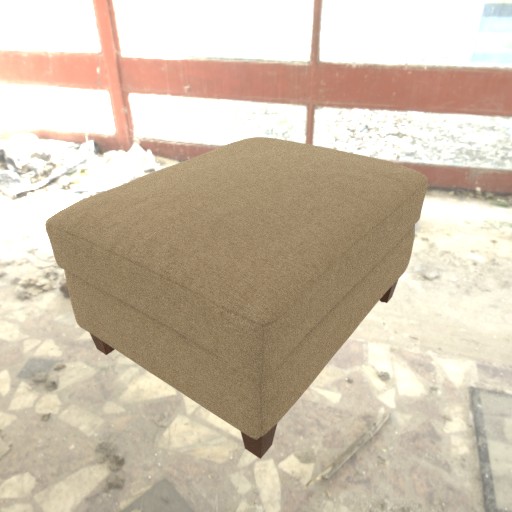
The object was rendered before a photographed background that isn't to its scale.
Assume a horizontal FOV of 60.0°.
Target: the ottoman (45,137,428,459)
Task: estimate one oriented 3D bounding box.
[{"bbox_3d":[0.000,0.000,1.310,0.692,0.511,0.889,21,37,31],"label":"ottoman"}]
